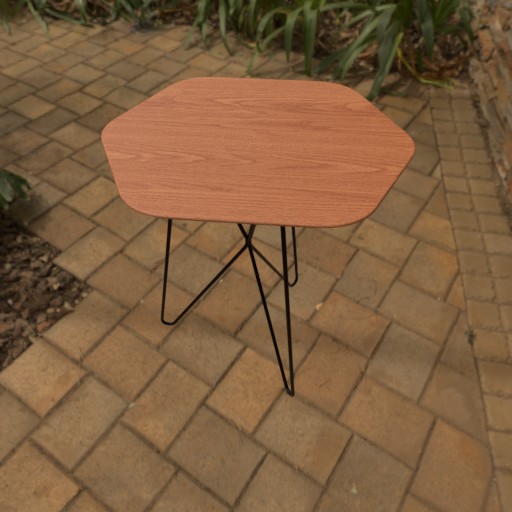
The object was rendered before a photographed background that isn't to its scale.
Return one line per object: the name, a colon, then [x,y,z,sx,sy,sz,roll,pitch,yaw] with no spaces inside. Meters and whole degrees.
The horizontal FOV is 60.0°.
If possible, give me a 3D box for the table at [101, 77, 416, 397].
table: [0.000,0.000,0.912,0.500,0.562,0.400,4,47,3]
